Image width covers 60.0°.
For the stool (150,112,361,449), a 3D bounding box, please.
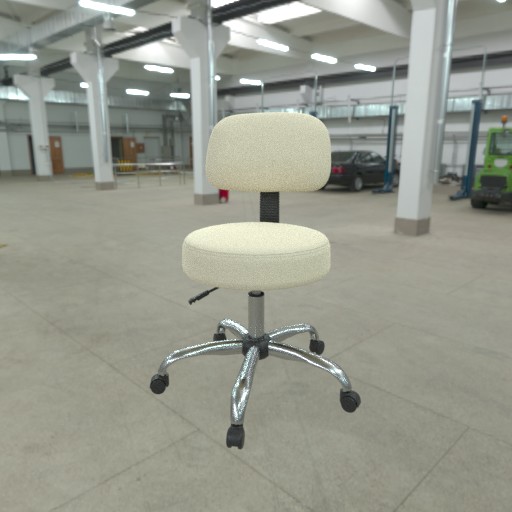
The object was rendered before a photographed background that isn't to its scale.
[{"bbox_3d":[0.000,0.000,1.243,0.609,0.810,0.616,2,14,10],"label":"stool"}]
